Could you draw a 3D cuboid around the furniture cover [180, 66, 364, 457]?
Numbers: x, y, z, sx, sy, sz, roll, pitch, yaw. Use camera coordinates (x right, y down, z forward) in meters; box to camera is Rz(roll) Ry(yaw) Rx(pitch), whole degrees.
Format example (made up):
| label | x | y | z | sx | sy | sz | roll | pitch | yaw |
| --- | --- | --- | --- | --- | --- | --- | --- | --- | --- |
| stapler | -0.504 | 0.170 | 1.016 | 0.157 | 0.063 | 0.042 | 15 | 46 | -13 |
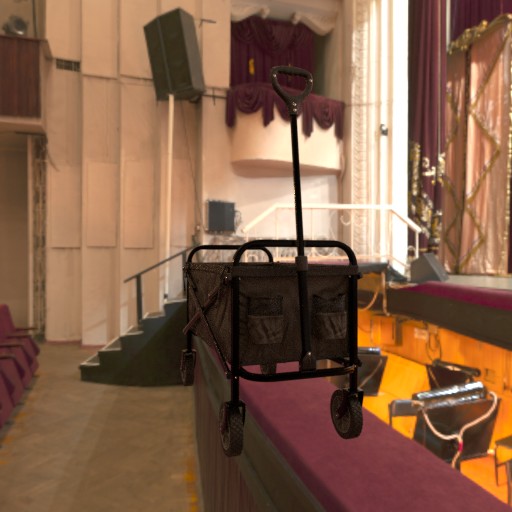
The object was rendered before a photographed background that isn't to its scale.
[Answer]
| label | x | y | z | sx | sy | sz | roll | pitch | yaw |
| --- | --- | --- | --- | --- | --- | --- | --- | --- | --- |
| furniture cover | 0.000 | 0.000 | 1.868 | 0.532 | 1.295 | 1.038 | 0 | 0 | -19 |
